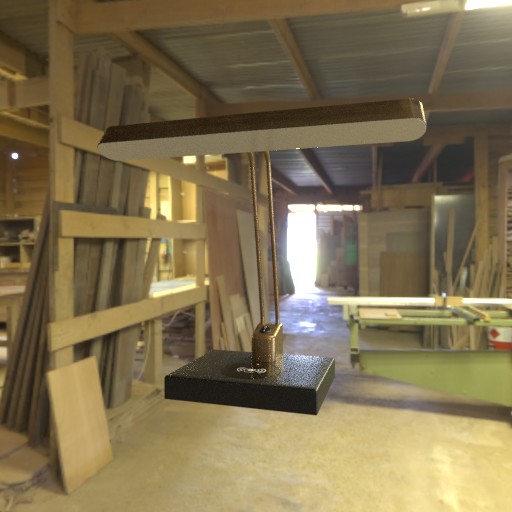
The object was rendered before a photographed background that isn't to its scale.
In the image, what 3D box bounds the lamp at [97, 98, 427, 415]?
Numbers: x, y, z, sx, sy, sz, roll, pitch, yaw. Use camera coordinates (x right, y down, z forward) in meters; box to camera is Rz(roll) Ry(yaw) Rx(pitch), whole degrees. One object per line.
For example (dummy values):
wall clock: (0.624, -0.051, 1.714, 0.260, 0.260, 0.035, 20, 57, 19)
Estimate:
lamp: (0.000, 0.000, 0.581, 0.412, 0.345, 0.156, 0, 1, 17)
